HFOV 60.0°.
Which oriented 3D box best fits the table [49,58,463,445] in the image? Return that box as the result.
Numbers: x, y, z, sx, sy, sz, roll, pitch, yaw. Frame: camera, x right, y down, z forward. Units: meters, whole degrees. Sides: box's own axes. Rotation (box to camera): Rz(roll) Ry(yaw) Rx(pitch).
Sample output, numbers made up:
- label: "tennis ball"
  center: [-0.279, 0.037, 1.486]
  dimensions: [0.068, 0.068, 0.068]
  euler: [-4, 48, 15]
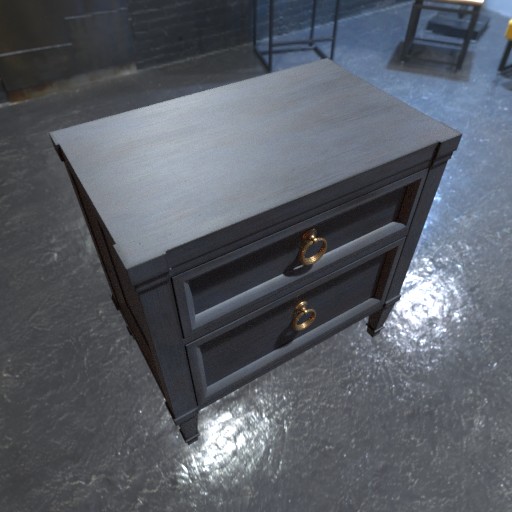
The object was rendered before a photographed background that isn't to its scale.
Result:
- label: "table"
  center: [0.000, 0.000, 1.066]
  dimensions: [0.660, 0.660, 0.413]
  euler: [-24, 50, -21]
